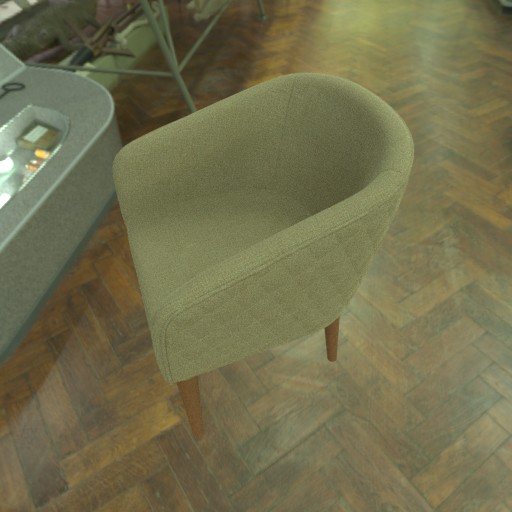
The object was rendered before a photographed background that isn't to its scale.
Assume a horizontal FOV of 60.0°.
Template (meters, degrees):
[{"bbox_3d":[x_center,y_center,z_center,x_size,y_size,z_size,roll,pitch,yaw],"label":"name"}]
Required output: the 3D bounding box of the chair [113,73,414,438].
[{"bbox_3d":[0.000,0.000,1.175,0.616,0.775,0.584,-15,47,-14],"label":"chair"}]
